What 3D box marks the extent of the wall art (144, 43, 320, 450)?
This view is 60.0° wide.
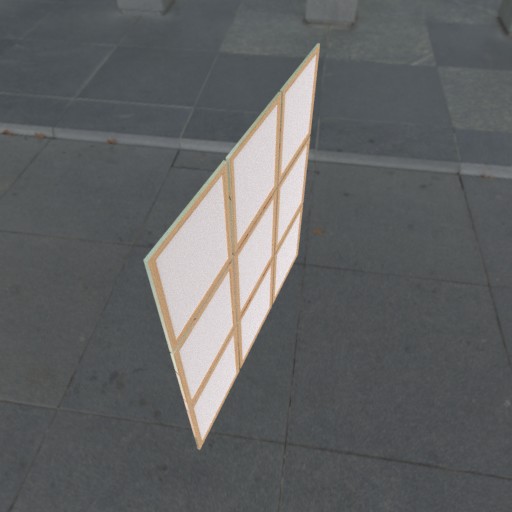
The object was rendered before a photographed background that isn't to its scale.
[{"bbox_3d":[0.000,0.000,2.244,0.013,1.523,1.517,18,51,15],"label":"wall art"}]
